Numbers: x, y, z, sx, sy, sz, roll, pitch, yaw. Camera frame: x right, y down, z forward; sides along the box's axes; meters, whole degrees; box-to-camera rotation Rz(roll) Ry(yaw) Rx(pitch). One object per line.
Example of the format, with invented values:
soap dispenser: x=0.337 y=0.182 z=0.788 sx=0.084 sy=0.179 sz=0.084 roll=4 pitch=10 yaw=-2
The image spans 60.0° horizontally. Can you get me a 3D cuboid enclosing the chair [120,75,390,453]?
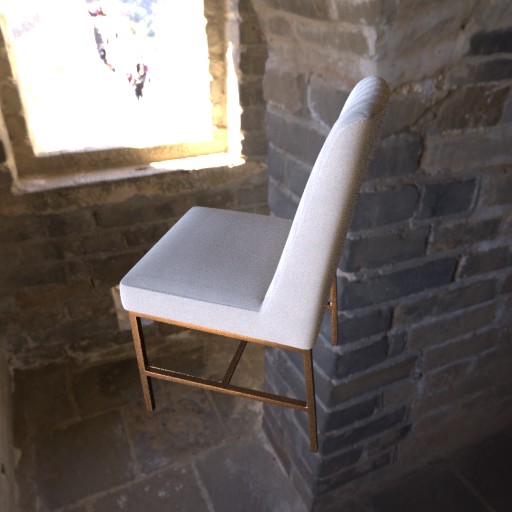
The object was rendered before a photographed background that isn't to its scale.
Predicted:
chair: x=0.000 y=0.000 z=1.253 sx=0.597 sy=0.933 sz=0.503 roll=8 pitch=32 yaw=14
